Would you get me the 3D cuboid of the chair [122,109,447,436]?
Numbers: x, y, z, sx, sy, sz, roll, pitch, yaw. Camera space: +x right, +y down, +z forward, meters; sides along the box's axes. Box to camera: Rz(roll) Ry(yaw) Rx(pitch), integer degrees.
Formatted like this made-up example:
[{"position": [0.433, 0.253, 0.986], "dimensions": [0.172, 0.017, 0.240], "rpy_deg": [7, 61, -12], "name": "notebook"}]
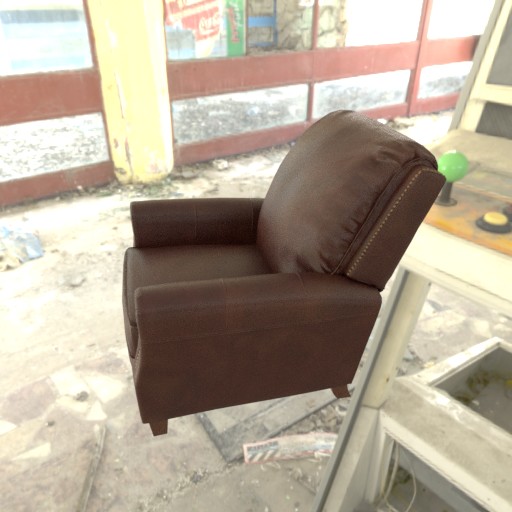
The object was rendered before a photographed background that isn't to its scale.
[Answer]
[{"position": [0.000, 0.000, 1.779], "dimensions": [1.089, 1.022, 0.826], "rpy_deg": [-7, 31, -12], "name": "chair"}]
